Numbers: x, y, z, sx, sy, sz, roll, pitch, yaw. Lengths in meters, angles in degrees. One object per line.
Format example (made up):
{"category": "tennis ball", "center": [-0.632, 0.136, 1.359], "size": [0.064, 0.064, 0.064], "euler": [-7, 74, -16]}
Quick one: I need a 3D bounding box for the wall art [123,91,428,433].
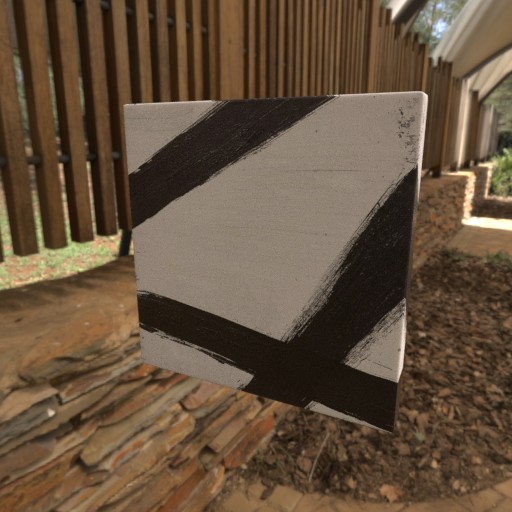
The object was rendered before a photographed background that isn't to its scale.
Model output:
{"category": "wall art", "center": [0.000, 0.000, 0.763], "size": [0.507, 0.508, 0.050], "euler": [7, 17, 26]}
